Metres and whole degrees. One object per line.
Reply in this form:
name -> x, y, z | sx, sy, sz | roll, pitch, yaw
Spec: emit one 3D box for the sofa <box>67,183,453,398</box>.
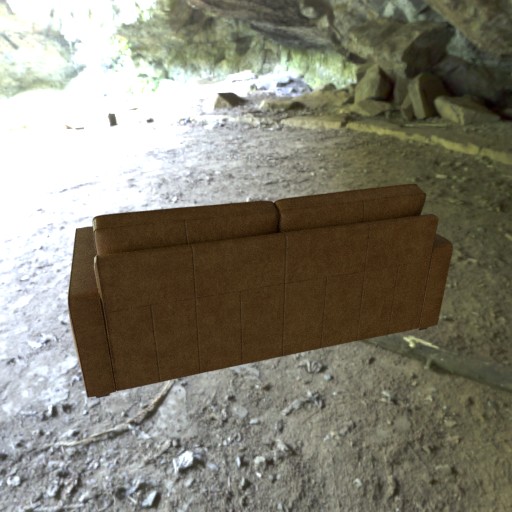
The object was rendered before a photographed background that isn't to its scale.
sofa -> 0.000, 0.000, 2.752 | 2.156, 0.928, 0.991 | -8, 26, -16
